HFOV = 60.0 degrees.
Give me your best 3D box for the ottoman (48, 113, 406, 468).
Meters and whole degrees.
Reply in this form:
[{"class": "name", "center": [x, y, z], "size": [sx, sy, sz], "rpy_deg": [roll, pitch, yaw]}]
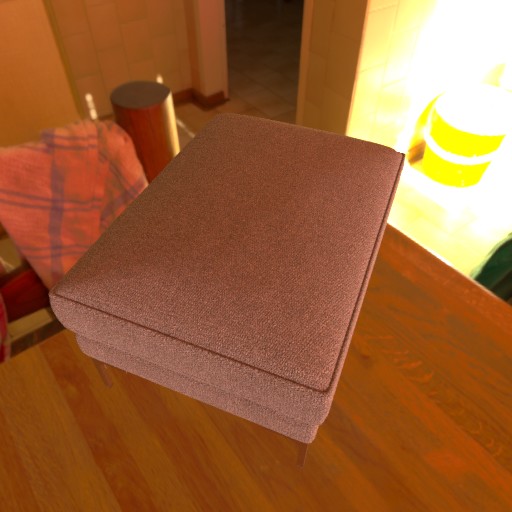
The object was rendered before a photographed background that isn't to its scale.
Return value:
[{"class": "ottoman", "center": [0.000, 0.000, 1.150], "size": [0.583, 0.464, 0.785], "rpy_deg": [16, 48, 15]}]
